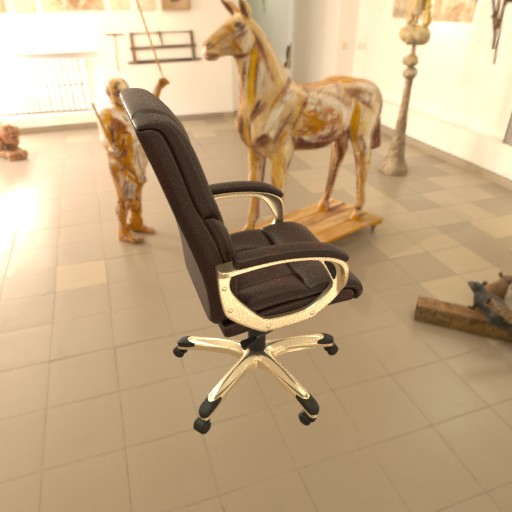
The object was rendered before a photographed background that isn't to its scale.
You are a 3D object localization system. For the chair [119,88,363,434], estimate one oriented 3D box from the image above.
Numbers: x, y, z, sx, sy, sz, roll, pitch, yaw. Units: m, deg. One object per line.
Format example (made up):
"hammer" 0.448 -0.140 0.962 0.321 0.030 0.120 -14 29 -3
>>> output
"chair" 0.000 0.000 1.547 0.739 1.107 0.662 -10 32 -17
